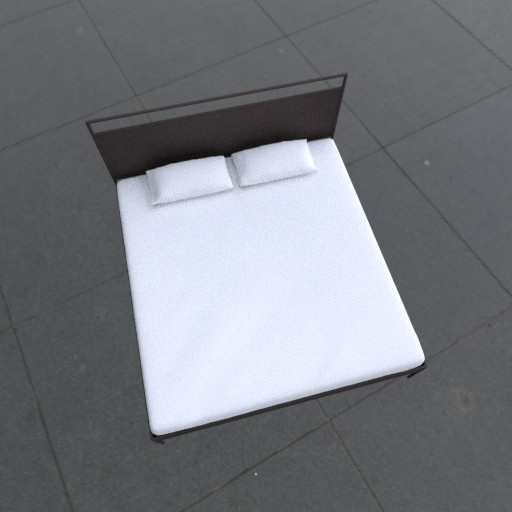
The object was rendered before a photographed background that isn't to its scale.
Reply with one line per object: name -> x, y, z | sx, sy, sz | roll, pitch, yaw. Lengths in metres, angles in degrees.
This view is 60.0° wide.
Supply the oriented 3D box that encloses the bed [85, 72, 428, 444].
bed -> 0.000, 0.000, 3.355 | 1.993, 1.173, 2.151 | -13, 65, -6
